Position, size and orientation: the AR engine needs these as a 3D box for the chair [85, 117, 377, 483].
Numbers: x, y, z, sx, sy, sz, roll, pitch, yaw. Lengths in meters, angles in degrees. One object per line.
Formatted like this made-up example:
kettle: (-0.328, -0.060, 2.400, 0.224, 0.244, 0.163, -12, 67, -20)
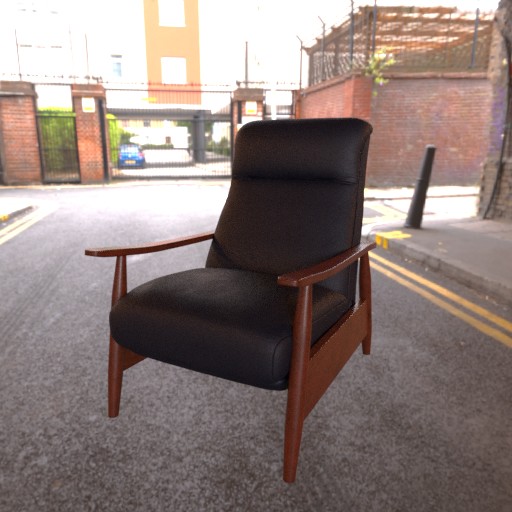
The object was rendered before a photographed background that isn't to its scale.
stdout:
chair: (0.000, 0.000, 1.742, 0.762, 1.082, 1.014, 7, 15, 27)
